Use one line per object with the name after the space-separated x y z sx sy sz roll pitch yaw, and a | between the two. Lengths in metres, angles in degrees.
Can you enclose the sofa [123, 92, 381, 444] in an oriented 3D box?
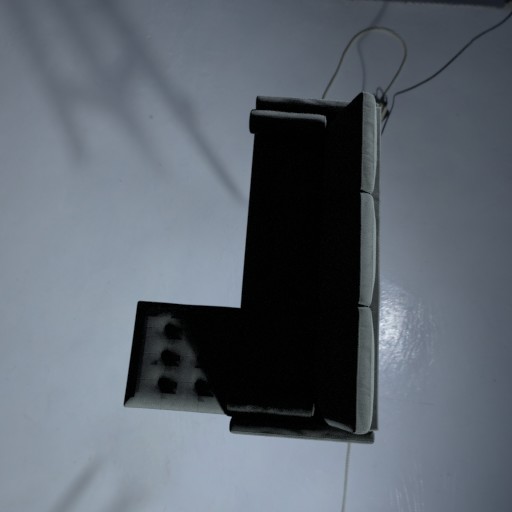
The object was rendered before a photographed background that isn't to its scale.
0.000 0.000 2.924 1.506 0.876 2.178 4 77 1 | sofa
